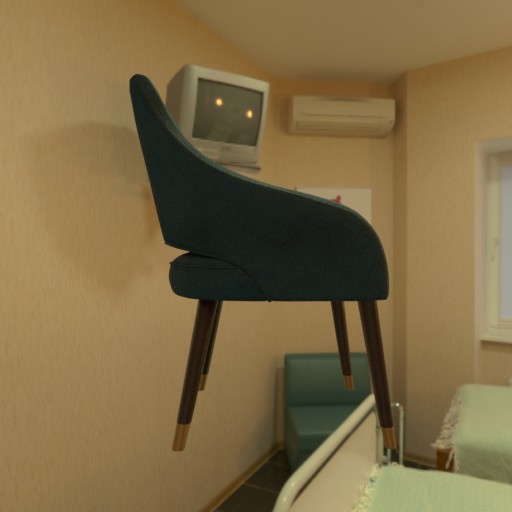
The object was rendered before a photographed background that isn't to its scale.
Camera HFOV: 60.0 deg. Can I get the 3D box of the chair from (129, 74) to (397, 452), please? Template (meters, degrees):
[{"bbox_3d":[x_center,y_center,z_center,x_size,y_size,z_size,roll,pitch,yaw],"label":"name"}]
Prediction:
[{"bbox_3d":[0.000,0.000,1.512,0.794,1.081,0.683,0,1,-1],"label":"chair"}]
